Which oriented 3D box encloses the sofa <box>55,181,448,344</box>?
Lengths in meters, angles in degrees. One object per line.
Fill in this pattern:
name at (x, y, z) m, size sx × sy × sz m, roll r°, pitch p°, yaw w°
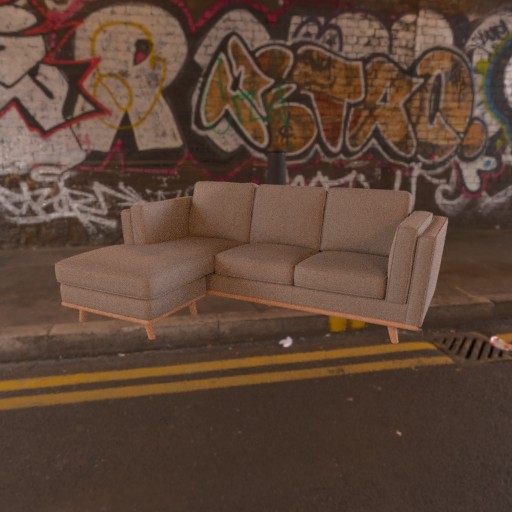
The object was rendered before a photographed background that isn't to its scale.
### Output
sofa at (0.000, 0.000, 3.201) m, size 2.411 × 0.929 × 1.604 m, roll 7°, pitch 16°, yaw 26°
